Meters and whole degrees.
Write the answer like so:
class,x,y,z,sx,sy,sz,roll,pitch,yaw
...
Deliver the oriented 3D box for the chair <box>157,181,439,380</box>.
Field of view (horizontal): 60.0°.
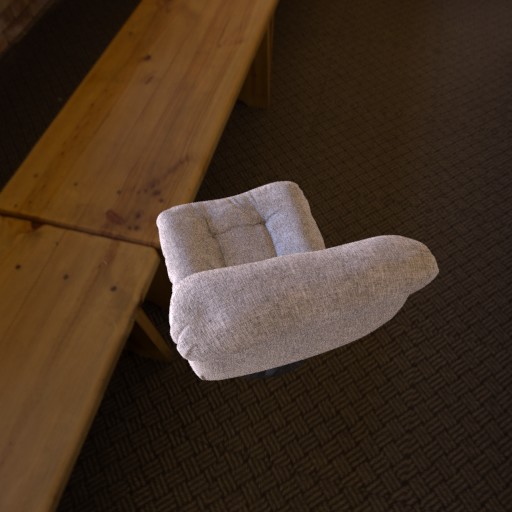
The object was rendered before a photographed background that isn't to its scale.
class,x,y,z,sx,sy,sz,roll,pitch,yaw
chair,0.000,0.000,0.969,0.400,0.600,0.583,-15,59,-9
